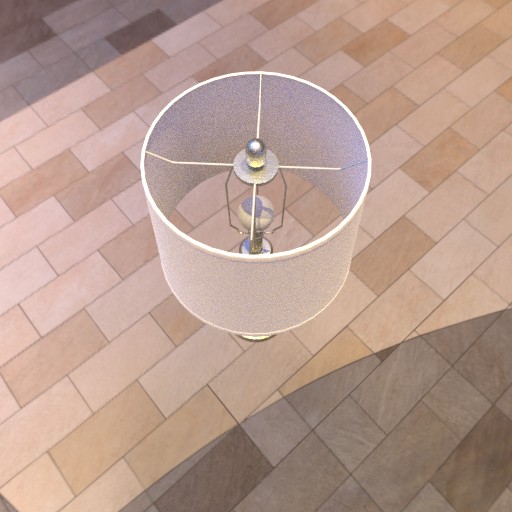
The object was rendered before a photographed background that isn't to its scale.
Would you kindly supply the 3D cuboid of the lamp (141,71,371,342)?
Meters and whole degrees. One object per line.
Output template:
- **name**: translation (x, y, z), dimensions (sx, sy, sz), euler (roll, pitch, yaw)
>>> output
- **lamp**: translation (0.000, 0.000, 0.946), dimensions (0.383, 0.733, 0.383), euler (0, 64, 0)
